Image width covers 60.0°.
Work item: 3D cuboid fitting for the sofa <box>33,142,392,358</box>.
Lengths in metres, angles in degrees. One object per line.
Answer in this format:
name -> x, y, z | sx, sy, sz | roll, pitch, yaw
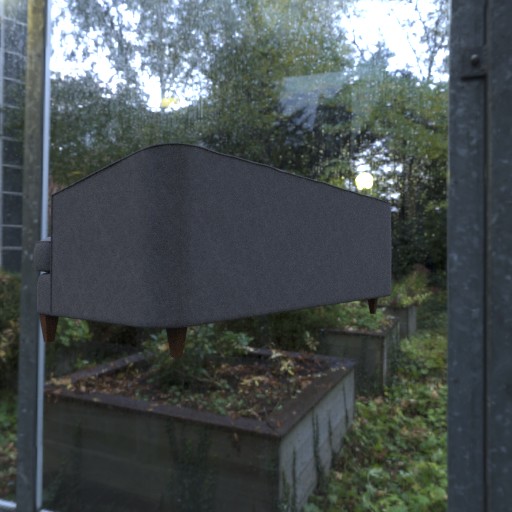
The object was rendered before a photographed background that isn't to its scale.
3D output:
sofa -> 0.000, 0.000, 2.650 | 0.917, 0.806, 2.247 | -1, -1, 38
